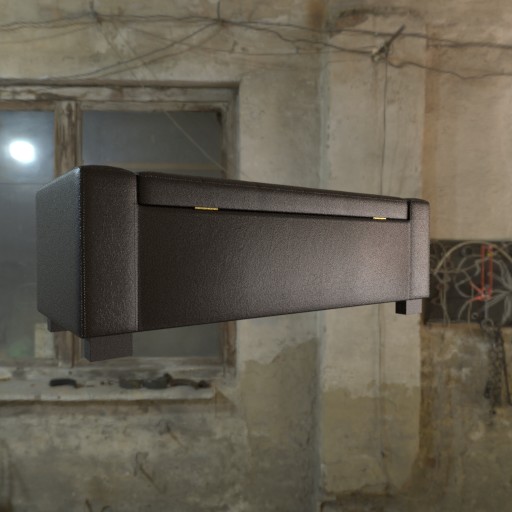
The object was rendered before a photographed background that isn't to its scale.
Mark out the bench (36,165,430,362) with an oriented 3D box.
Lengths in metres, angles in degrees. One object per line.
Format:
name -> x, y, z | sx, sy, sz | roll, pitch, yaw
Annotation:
bench -> 0.000, 0.000, 1.524 | 1.296, 0.445, 0.508 | -1, 2, -36
